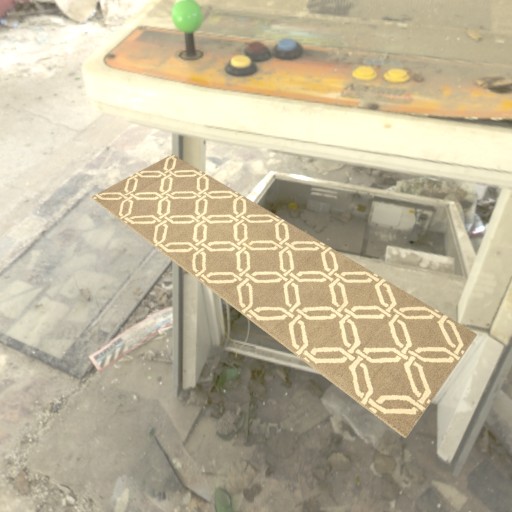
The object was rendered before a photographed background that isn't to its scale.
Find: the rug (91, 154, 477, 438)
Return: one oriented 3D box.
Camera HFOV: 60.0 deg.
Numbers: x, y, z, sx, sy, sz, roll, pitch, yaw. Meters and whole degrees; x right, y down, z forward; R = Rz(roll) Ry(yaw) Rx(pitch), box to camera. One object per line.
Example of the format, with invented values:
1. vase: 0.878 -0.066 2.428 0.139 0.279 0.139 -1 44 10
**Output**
1. rug: 0.000 0.000 2.496 2.276 0.014 0.678 34 55 28
